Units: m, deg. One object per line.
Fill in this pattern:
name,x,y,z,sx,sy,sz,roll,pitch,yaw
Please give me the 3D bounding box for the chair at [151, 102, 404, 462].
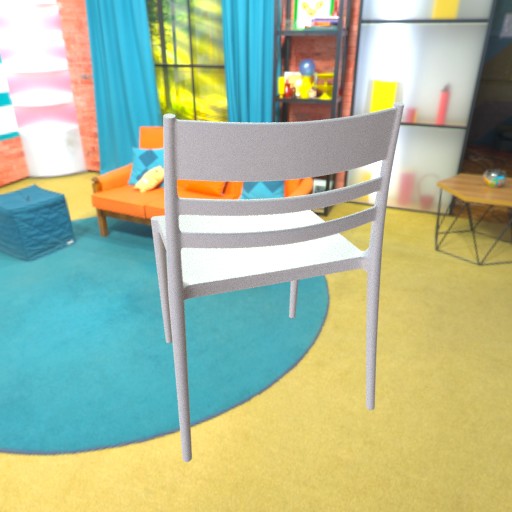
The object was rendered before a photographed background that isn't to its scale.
chair,0.000,0.000,1.161,0.531,0.800,0.511,-9,28,-17
